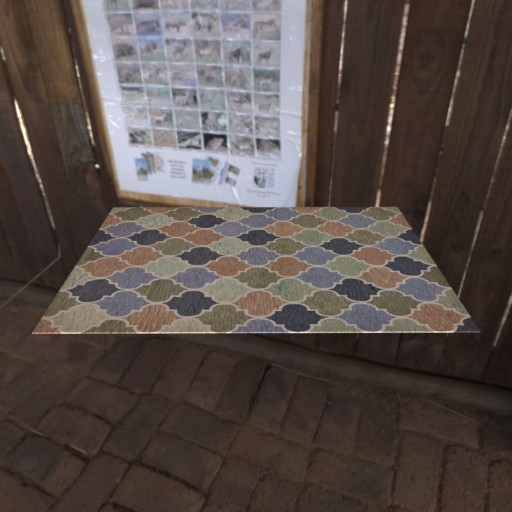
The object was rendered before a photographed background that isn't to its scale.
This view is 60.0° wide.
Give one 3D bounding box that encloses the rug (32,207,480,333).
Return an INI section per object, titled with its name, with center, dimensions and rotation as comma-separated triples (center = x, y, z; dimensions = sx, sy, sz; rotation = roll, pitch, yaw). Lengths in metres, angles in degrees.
[rug]
center = 0.000, 0.000, 2.911
dimensions = 2.284, 0.006, 1.521
rotation = 0, 31, 0
